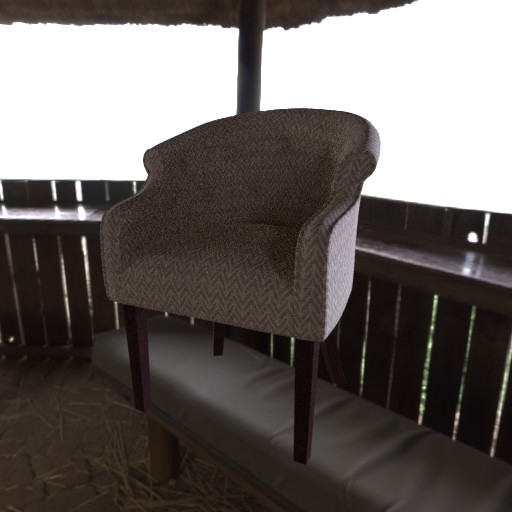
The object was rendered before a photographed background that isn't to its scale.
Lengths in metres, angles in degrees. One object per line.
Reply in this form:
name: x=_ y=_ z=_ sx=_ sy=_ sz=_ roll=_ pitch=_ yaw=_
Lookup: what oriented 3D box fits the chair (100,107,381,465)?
chair: x=0.000 y=0.000 z=1.295 sx=0.686 sy=0.858 sz=0.613 roll=7 pitch=16 yaw=25
